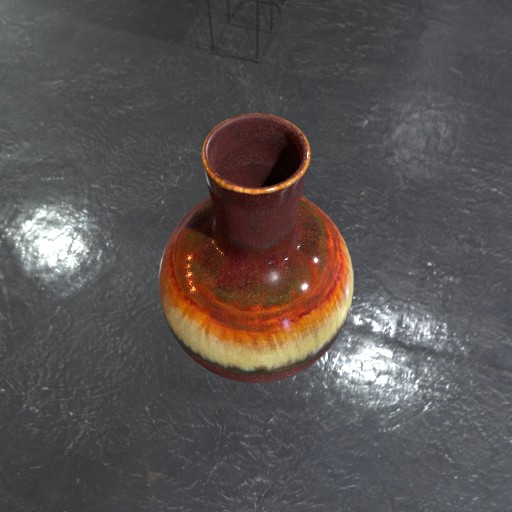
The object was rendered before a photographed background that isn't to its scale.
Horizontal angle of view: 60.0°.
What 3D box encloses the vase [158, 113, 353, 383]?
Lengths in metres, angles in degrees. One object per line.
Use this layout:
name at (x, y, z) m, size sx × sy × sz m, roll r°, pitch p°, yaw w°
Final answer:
vase at (0.000, 0.000, 0.232) m, size 0.111 × 0.154 × 0.111 m, roll 0°, pitch 59°, yaw 0°
